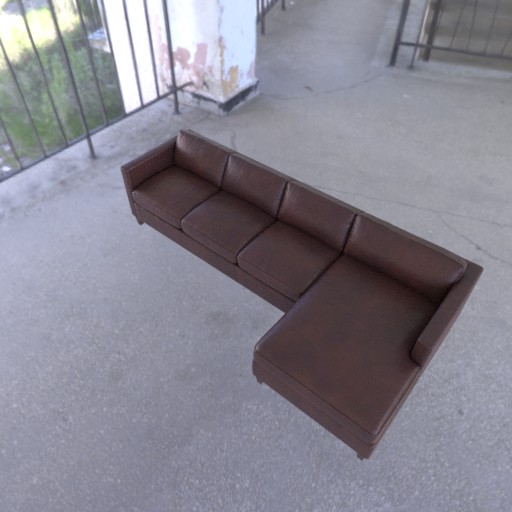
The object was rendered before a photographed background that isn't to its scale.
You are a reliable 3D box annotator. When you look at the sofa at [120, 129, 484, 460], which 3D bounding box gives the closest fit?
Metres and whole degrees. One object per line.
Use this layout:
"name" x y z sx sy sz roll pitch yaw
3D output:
"sofa" 0.000 0.000 3.854 3.203 0.883 1.581 31 53 26
